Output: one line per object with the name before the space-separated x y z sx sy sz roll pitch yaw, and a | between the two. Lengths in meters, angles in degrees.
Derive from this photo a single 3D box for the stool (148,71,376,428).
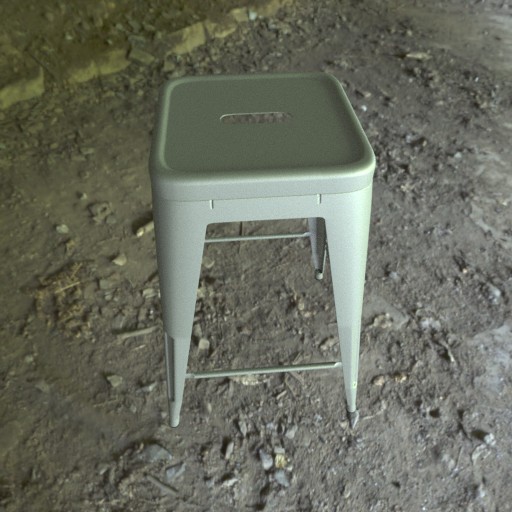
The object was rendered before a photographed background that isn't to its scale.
stool | 0.000 0.000 0.886 0.410 0.608 0.410 -3 46 -3
